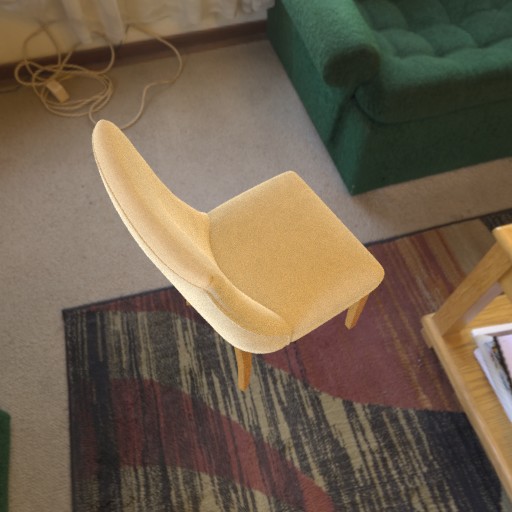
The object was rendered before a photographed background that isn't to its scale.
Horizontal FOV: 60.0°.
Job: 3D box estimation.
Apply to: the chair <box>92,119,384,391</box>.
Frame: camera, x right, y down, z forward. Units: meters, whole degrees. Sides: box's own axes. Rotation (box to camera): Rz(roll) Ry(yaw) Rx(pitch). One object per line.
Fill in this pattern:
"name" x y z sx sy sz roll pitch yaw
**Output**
"chair" 0.000 0.000 1.278 0.610 0.902 0.495 -29 63 -17
